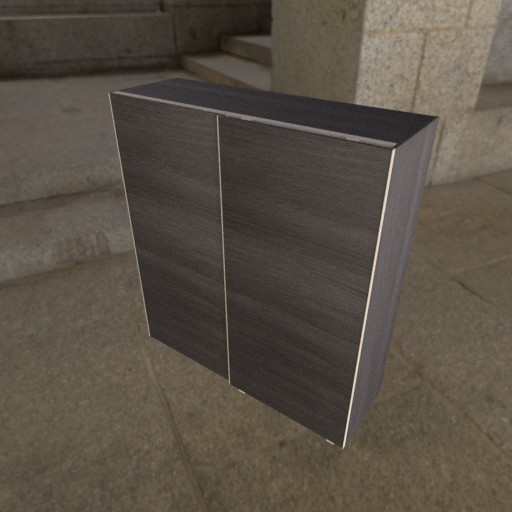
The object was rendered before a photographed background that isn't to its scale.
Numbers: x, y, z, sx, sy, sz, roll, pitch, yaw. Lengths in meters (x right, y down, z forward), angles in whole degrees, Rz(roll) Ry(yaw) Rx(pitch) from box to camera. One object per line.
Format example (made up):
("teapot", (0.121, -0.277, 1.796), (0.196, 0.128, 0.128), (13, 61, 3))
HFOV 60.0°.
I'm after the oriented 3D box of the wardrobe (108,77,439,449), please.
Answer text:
("wardrobe", (0.000, 0.000, 2.926), (1.780, 1.960, 0.629), (21, 37, 29))
